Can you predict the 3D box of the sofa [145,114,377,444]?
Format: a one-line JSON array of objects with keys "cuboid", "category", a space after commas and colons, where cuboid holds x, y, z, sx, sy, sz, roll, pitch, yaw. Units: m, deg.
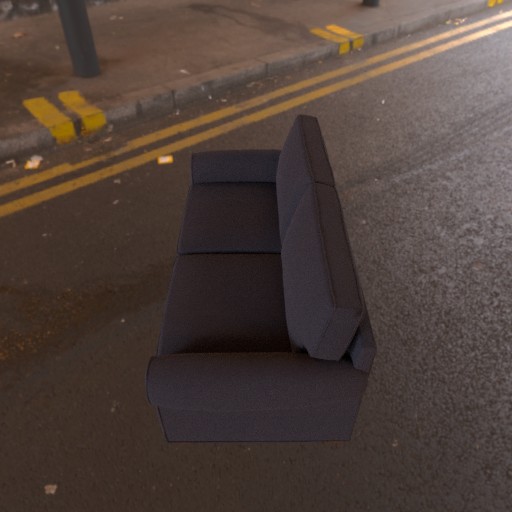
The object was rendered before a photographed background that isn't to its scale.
[{"cuboid": [0.000, 0.000, 2.599, 0.951, 1.031, 2.009, 0, 42, 0], "category": "sofa"}]
